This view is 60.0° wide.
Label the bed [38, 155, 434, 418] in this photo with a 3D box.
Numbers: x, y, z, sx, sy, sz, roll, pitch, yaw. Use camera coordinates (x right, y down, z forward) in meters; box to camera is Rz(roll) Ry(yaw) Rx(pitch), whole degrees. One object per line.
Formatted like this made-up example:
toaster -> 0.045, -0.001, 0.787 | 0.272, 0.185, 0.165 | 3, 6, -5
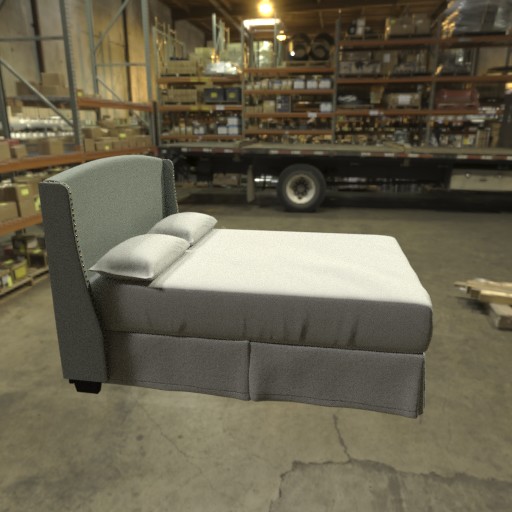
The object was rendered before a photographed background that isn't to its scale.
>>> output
bed -> 0.000, 0.000, 3.260 | 2.237, 1.407, 1.710 | 3, 17, 9
